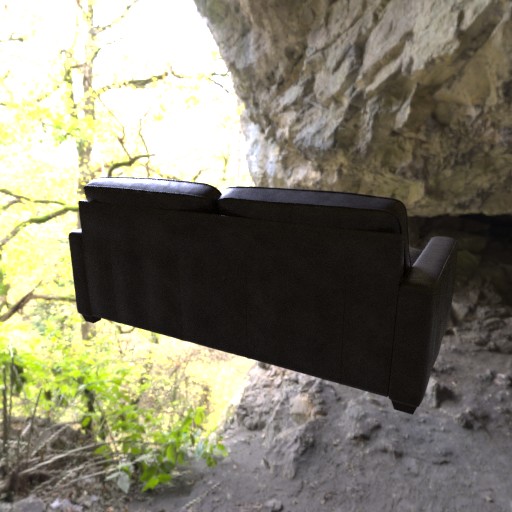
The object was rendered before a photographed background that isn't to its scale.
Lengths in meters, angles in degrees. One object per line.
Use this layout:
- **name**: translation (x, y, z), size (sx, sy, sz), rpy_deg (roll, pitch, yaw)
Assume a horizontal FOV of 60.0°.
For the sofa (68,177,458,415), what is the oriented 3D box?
- **sofa**: translation (0.000, 0.000, 2.576), size (2.081, 0.916, 0.939), rpy_deg (9, 18, 28)
